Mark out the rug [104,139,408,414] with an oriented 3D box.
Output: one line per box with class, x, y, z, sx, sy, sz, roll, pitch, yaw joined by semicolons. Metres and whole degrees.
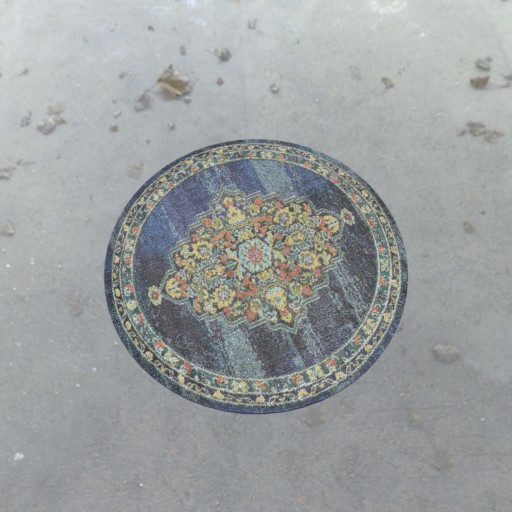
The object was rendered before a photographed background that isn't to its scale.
rug;0.000;0.000;3.517;2.386;0.014;2.386;0;63;0
